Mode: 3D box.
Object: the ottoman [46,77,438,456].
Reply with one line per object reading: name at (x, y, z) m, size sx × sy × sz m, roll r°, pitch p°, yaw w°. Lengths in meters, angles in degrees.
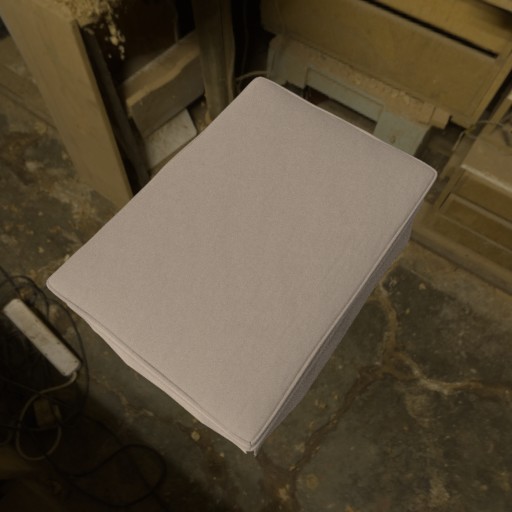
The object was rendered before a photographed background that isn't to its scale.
ottoman at (0.000, 0.000, 1.348) m, size 0.703 × 0.479 × 0.944 m, roll 34°, pitch 69°, yaw 15°
